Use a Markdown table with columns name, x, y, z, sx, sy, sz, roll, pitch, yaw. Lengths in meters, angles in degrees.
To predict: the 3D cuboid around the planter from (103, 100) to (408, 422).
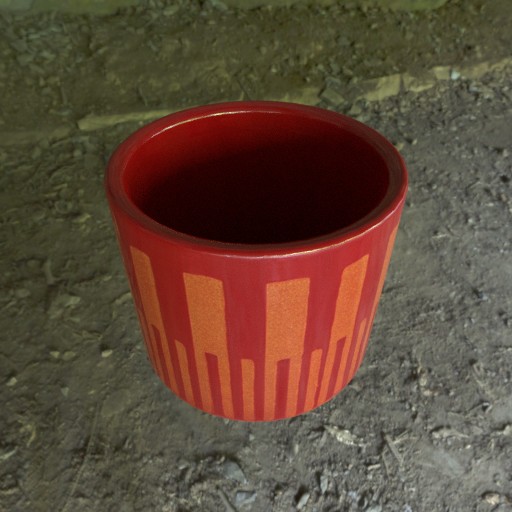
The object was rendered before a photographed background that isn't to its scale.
| name | x | y | z | sx | sy | sz | roll | pitch | yaw |
| --- | --- | --- | --- | --- | --- | --- | --- | --- | --- |
| planter | 0.000 | 0.000 | 0.407 | 0.230 | 0.202 | 0.230 | 0 | 41 | 0 |
